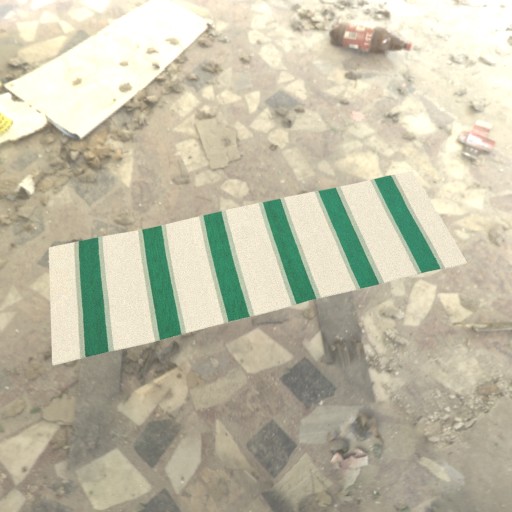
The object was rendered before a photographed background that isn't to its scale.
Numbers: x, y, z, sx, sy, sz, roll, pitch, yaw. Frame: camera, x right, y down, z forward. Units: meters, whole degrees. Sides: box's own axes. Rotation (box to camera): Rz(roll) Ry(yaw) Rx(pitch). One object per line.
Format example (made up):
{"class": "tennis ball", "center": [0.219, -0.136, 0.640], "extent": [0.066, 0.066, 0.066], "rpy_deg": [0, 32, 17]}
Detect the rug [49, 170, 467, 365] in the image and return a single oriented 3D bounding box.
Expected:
{"class": "rug", "center": [0.000, 0.000, 2.703], "extent": [2.438, 0.012, 0.768], "rpy_deg": [-13, 60, -8]}
